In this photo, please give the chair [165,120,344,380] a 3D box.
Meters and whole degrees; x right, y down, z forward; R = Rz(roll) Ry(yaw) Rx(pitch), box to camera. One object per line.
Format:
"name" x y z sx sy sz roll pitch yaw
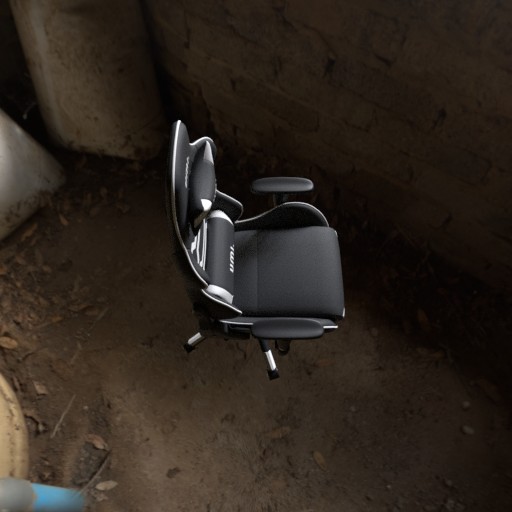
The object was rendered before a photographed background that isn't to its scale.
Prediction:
"chair" 0.000 0.000 1.668 0.700 1.240 0.700 0 64 0
